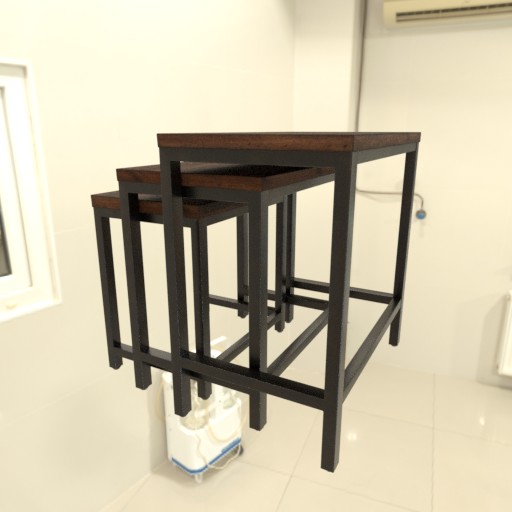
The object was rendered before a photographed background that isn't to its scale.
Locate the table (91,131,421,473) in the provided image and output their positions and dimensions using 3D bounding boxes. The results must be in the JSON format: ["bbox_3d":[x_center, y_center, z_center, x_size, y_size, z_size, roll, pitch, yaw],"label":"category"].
[{"bbox_3d":[0.000,0.000,1.146,0.660,0.616,0.608,9,18,27],"label":"table"}]
